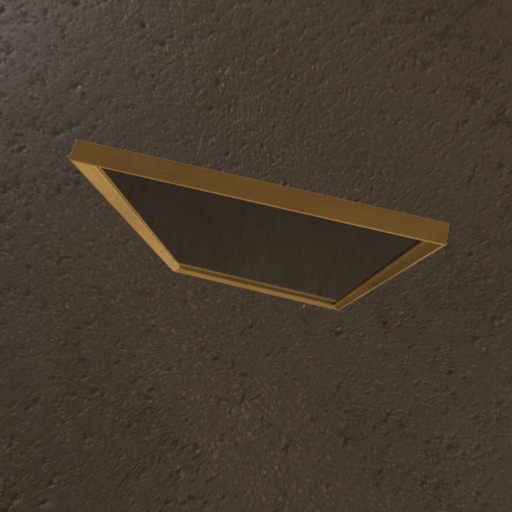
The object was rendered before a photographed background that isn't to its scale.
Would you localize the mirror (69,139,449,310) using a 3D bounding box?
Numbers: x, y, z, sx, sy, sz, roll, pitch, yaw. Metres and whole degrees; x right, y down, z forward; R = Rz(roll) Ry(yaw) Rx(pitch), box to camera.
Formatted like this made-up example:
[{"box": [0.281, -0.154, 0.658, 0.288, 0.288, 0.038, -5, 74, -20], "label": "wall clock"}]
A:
[{"box": [0.000, 0.000, 1.144, 0.609, 0.915, 0.041, 13, 77, 3], "label": "mirror"}]
